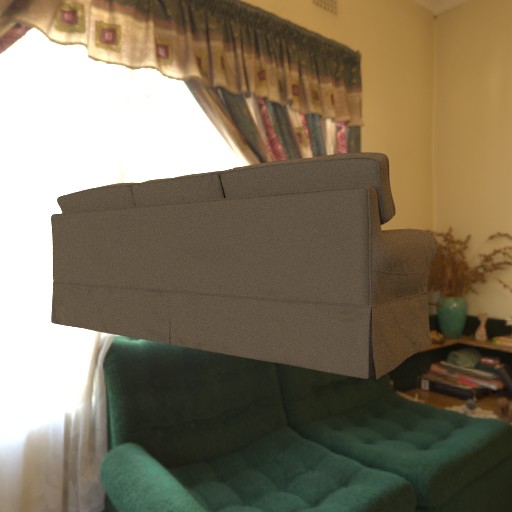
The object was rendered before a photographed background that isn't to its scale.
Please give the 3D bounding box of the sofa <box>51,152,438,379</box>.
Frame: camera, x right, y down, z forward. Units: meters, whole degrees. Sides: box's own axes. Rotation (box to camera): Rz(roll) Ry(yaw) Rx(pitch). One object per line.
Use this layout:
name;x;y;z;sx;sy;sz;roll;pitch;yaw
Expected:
sofa;0.000;0.000;3.165;2.475;0.978;1.733;0;1;36
